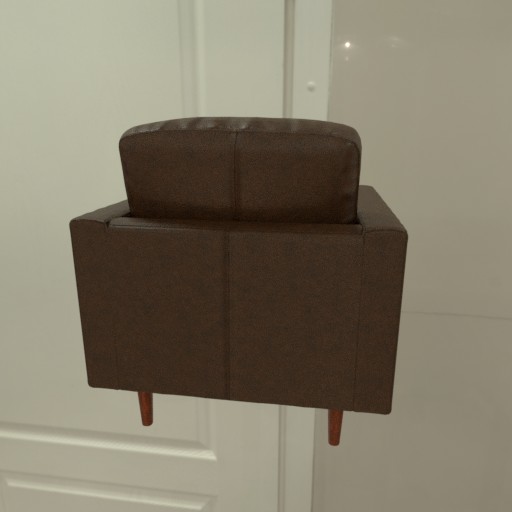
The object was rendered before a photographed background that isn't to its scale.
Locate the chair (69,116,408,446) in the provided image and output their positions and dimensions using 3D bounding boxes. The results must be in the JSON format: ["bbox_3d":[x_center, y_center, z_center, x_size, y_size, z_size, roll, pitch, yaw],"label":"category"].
[{"bbox_3d":[0.000,0.000,1.619,0.890,0.956,0.909,2,16,9],"label":"chair"}]
